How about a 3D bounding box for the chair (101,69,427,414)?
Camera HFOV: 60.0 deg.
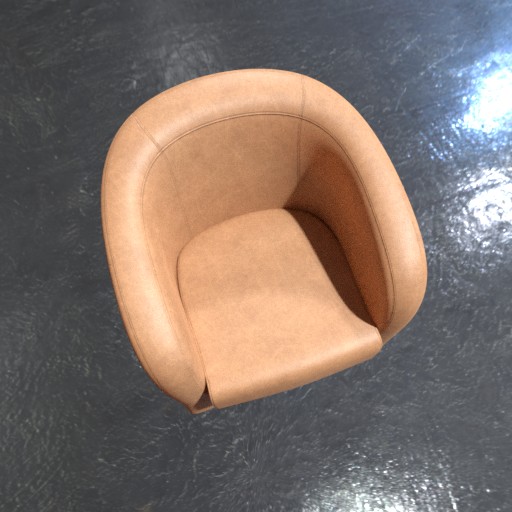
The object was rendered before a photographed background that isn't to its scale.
[{"bbox_3d":[0.000,0.000,1.401,0.791,0.771,0.815,-16,65,-8],"label":"chair"}]
